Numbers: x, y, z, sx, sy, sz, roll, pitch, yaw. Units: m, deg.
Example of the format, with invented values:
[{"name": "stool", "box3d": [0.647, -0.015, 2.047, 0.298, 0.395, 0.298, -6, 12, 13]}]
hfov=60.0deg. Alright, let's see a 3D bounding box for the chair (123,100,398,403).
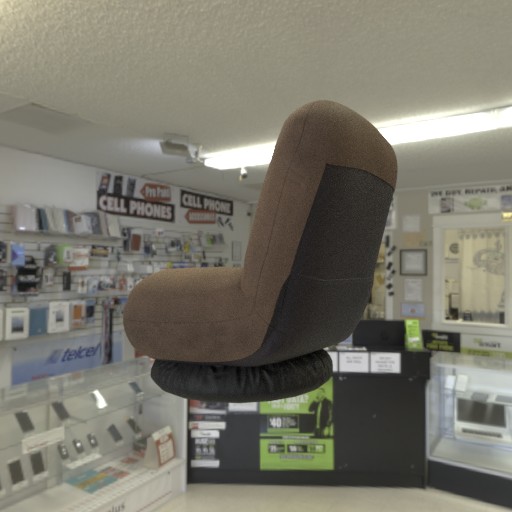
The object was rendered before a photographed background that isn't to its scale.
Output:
[{"name": "chair", "box3d": [0.000, 0.000, 1.060, 0.597, 0.594, 0.521, -1, -2, 35]}]
